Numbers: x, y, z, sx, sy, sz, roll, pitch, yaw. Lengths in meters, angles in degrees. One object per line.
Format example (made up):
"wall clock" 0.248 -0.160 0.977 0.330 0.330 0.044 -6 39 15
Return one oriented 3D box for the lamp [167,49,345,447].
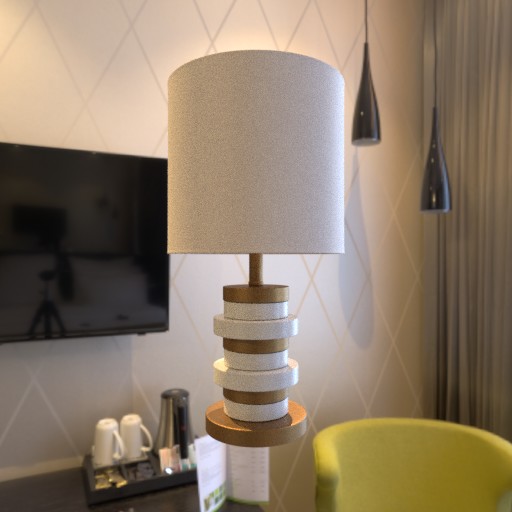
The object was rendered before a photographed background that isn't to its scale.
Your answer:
"lamp" 0.000 0.000 0.535 0.210 0.410 0.210 0 0 34
